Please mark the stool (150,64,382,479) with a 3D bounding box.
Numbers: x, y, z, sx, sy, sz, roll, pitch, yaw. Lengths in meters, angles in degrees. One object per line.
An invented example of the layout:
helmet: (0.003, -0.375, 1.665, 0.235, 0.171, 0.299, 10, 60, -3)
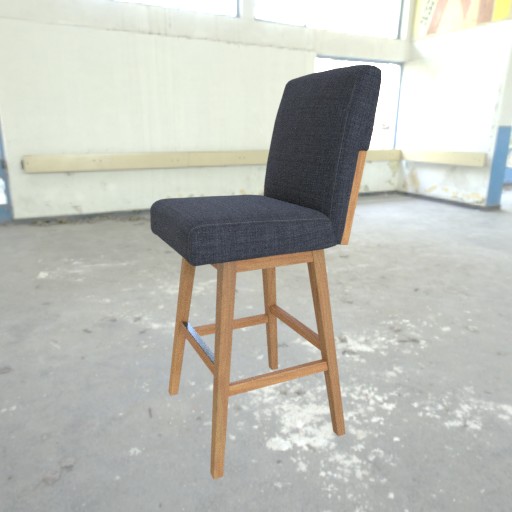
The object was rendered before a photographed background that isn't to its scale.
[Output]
stool: (0.000, 0.000, 1.392, 0.570, 1.112, 0.483, -7, 17, -25)
